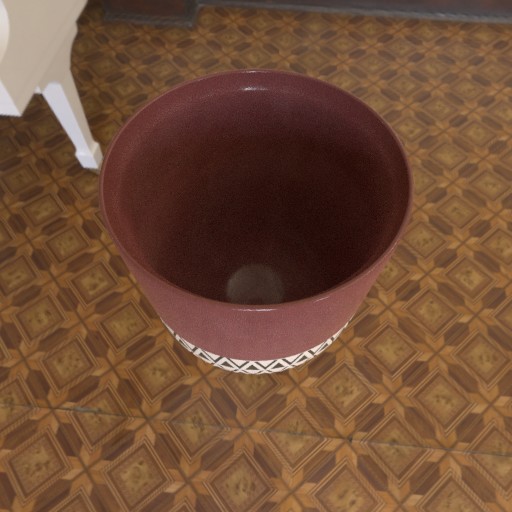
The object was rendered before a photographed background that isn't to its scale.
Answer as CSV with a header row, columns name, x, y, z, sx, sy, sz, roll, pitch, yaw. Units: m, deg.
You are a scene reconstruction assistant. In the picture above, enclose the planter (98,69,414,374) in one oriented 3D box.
name,x,y,z,sx,sy,sz,roll,pitch,yaw
planter,0.000,0.000,0.368,0.195,0.214,0.195,0,59,0
